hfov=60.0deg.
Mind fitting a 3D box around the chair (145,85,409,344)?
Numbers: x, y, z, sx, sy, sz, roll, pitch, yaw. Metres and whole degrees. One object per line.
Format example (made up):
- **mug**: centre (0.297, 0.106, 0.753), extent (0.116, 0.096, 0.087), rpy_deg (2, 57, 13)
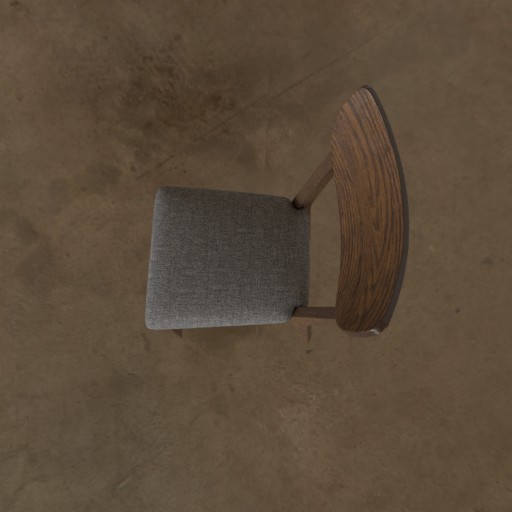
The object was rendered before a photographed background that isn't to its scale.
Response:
- **chair**: centre (0.000, 0.000, 1.214), extent (0.583, 0.849, 0.491), rpy_deg (1, 75, 0)
